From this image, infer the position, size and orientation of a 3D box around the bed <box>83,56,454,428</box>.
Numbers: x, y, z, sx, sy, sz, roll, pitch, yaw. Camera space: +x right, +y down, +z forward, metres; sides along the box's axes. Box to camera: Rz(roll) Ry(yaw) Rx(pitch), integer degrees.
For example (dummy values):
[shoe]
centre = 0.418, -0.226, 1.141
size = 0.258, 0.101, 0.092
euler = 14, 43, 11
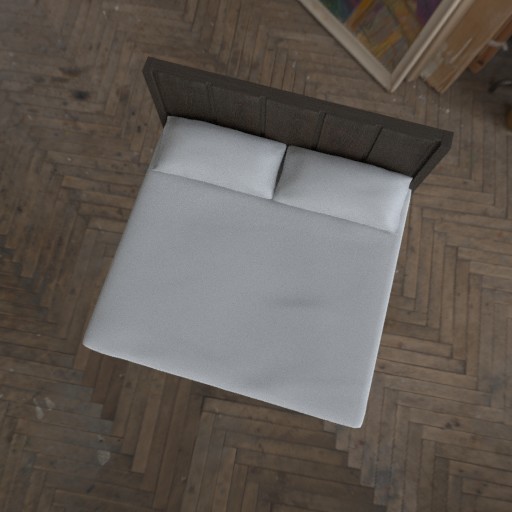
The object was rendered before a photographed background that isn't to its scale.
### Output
[bed]
centre = 0.000, 0.000, 3.352
size = 2.134, 1.270, 2.012
euler = 16, 76, 4
